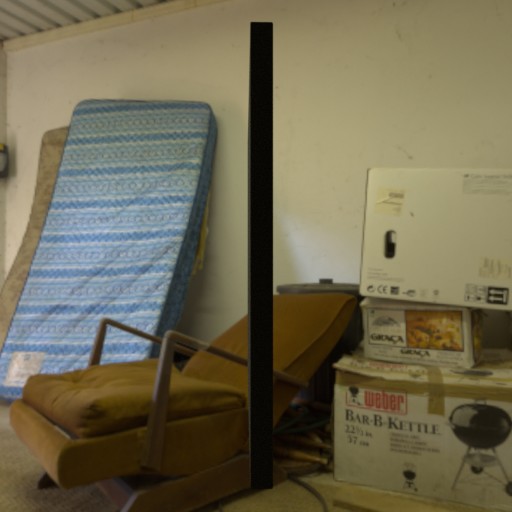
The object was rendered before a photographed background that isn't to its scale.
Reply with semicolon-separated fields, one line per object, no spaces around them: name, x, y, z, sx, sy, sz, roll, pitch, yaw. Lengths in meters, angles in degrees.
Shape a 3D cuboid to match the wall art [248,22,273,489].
wall art;0.000;0.000;0.439;0.015;0.303;0.304;0;0;-1
